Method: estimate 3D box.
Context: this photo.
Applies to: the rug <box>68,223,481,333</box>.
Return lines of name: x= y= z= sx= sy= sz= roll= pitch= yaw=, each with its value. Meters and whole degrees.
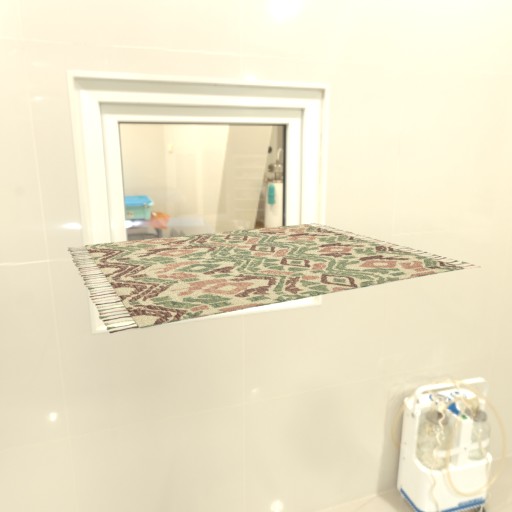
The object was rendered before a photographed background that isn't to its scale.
rug: x=0.000 y=0.000 z=4.096 sx=3.048 sy=0.010 sz=2.438 roll=-7 pitch=16 yaw=-27
